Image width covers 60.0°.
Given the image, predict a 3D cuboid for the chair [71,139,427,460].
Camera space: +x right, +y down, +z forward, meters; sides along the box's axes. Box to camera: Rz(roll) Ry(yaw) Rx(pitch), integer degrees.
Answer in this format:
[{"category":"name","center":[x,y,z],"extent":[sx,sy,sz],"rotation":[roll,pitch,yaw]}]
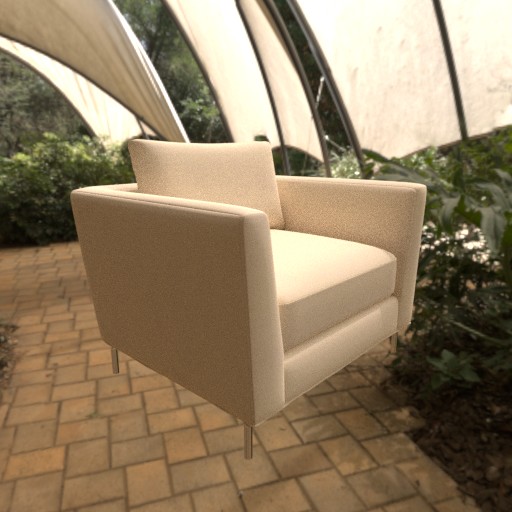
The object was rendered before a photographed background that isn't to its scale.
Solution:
[{"category":"chair","center":[0.000,0.000,1.699],"extent":[0.889,0.865,1.041],"rotation":[13,19,41]}]
